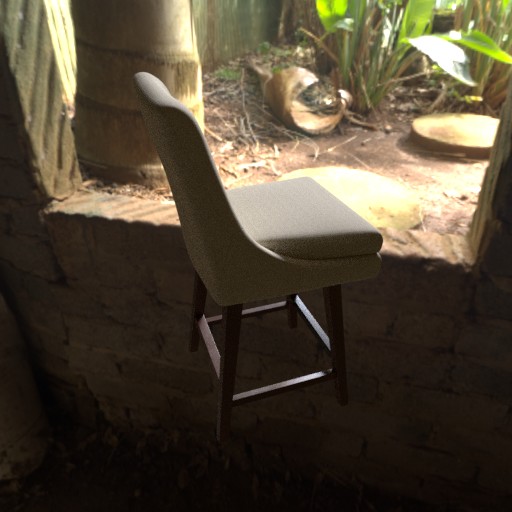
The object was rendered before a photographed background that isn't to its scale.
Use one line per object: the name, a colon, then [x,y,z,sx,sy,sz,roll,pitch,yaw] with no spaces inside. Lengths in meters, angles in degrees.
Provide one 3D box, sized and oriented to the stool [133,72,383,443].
stool: [0.000,0.000,1.312,0.559,0.991,0.483,-10,32,-17]
